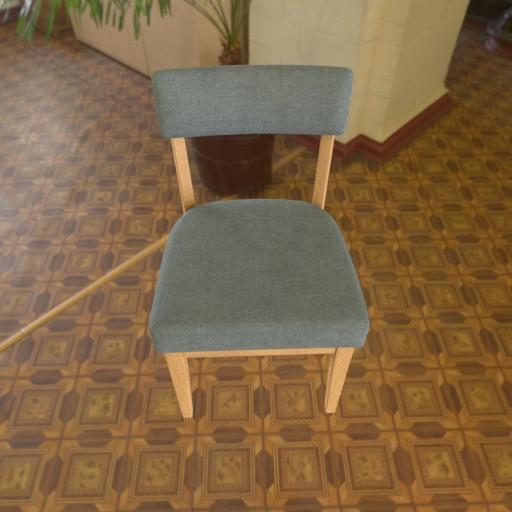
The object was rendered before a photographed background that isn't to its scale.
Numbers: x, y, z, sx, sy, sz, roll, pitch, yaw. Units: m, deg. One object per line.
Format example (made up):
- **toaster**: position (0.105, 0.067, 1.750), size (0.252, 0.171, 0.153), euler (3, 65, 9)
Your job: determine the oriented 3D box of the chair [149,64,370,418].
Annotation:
- **chair**: position (0.000, 0.000, 1.211), size (0.508, 0.832, 0.572), euler (-1, 48, -1)
